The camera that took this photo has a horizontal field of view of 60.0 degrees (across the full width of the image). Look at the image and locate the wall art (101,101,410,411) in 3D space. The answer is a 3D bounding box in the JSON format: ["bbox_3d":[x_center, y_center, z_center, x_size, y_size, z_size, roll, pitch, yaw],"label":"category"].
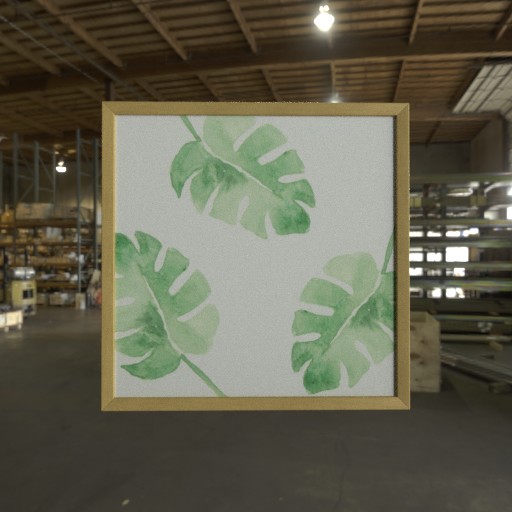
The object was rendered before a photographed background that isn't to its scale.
[{"bbox_3d":[0.000,0.000,0.457,0.305,0.305,0.038,0,0,-1],"label":"wall art"}]
